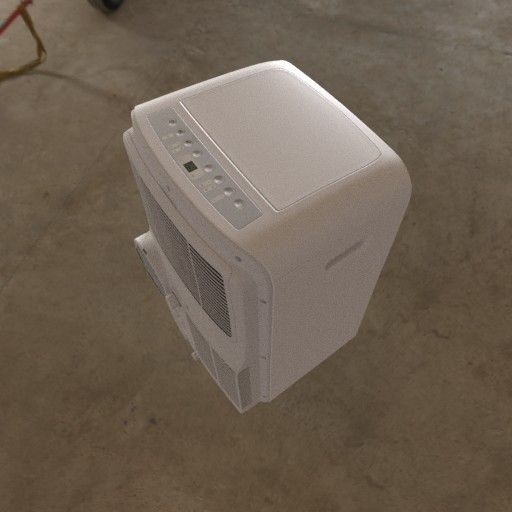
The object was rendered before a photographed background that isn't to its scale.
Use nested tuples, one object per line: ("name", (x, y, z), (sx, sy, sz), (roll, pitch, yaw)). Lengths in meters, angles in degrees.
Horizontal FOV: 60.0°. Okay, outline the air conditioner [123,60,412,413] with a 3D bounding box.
("air conditioner", (0.000, 0.000, 1.071), (0.467, 0.765, 0.478), (-30, 63, -17))
